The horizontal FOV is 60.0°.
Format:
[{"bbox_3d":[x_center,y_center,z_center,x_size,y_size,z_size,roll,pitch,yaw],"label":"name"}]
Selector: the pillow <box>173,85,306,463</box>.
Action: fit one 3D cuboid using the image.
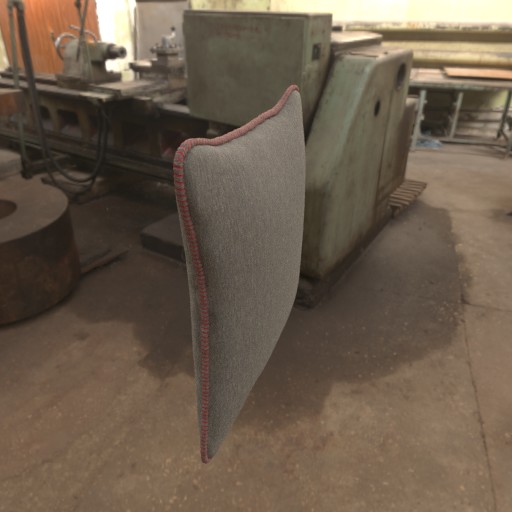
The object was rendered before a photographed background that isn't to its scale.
[{"bbox_3d":[0.000,0.000,0.745,0.124,0.491,0.482,10,30,17],"label":"pillow"}]
